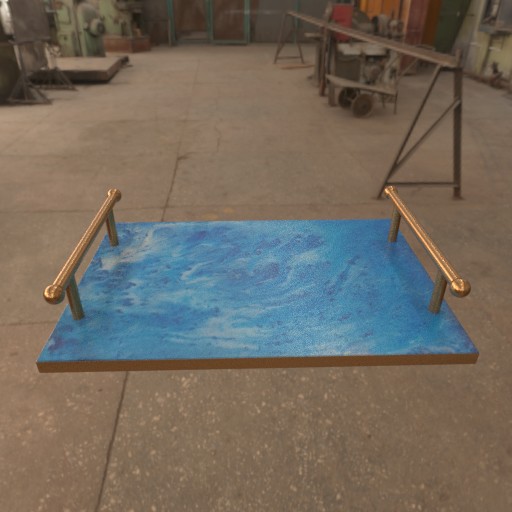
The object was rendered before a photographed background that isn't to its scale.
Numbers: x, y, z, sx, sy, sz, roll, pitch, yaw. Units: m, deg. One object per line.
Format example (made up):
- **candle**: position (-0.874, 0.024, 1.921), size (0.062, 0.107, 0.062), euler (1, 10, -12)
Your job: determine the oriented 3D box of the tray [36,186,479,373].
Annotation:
- **tray**: position (0.000, 0.000, 0.557), size (0.444, 0.084, 0.304), euler (-1, 31, -1)
